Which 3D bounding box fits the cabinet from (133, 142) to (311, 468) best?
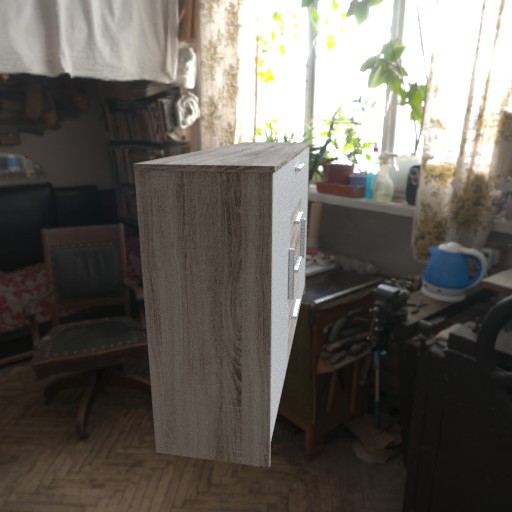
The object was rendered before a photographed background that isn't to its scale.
[{"bbox_3d":[0.000,0.000,1.919,0.380,0.900,1.450,3,17,10],"label":"cabinet"}]
